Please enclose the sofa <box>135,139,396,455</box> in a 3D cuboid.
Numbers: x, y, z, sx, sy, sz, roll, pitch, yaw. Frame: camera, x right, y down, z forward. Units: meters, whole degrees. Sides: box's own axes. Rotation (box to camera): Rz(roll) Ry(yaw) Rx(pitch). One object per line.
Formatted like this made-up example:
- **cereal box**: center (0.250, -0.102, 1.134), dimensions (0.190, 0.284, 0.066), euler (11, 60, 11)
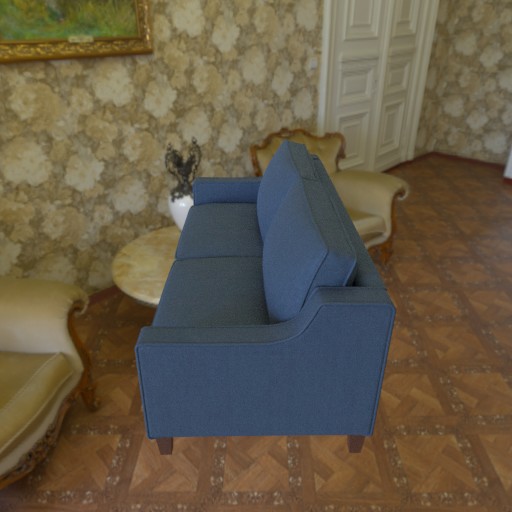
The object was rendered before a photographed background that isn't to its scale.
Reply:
- **sofa**: center (0.000, 0.000, 2.825), dimensions (1.066, 1.071, 2.178), euler (0, 28, -1)
